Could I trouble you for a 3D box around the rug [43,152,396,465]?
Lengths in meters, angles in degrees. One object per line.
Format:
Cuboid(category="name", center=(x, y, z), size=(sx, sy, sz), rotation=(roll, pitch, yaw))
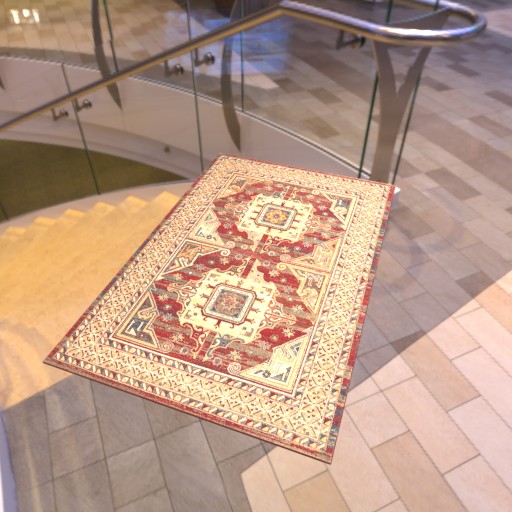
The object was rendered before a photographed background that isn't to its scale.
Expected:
Cuboid(category="rug", center=(0.000, 0.000, 5.789), size=(3.033, 0.033, 4.578), rotation=(14, 44, 15))
